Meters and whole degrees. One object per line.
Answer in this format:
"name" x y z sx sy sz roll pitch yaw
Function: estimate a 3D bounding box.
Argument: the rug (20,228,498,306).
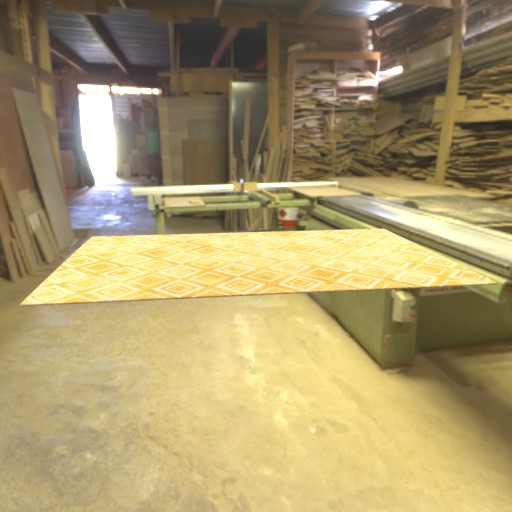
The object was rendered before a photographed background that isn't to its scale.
"rug" 0.000 0.000 2.934 2.424 0.010 1.511 -2 15 -7
